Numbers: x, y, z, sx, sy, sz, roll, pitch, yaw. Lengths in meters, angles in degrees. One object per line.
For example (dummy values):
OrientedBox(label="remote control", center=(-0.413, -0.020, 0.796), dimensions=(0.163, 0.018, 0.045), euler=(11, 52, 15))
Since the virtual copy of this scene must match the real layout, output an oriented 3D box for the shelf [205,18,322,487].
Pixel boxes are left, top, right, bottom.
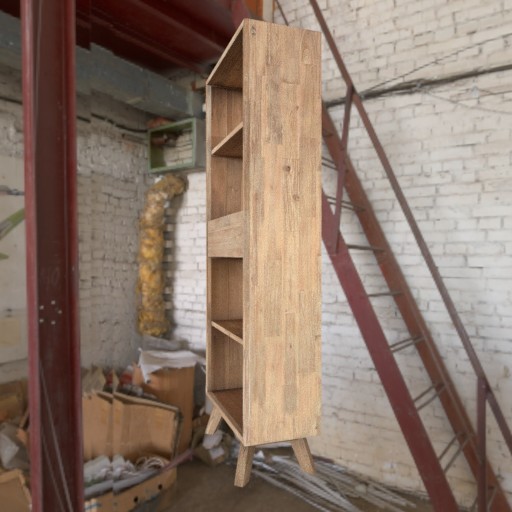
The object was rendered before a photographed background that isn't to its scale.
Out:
OrientedBox(label="shelf", center=(0.000, 0.000, 1.520), dimensions=(0.267, 1.342, 0.491), euler=(0, 0, -19))
